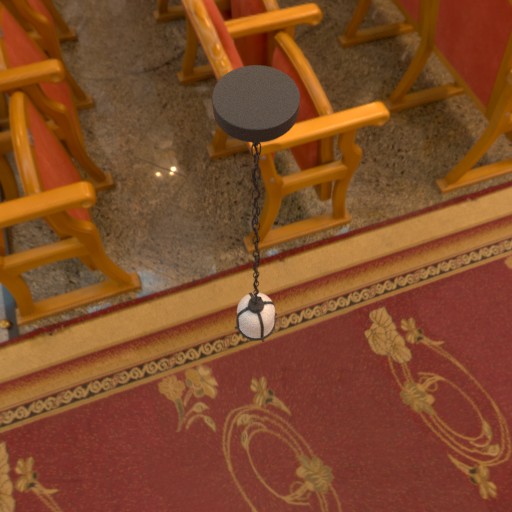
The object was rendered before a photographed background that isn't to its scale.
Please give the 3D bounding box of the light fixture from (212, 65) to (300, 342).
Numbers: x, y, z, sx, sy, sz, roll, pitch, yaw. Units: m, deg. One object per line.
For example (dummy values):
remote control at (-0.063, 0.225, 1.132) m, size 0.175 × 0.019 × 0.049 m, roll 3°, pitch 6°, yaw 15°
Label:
light fixture at (0.000, 0.000, 1.258) m, size 0.178 × 1.181 × 0.178 m, roll -17°, pitch 65°, yaw -9°
